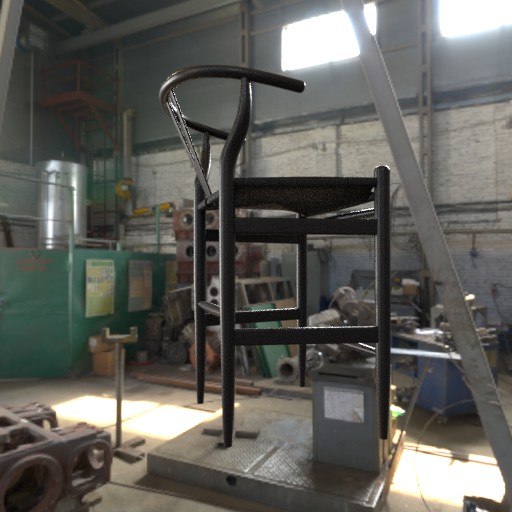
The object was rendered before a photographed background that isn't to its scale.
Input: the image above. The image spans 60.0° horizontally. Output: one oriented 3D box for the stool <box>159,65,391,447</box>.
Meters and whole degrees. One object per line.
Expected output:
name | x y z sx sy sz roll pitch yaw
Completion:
stool | 0.000 0.000 1.347 0.579 0.970 0.569 0 -1 -18
